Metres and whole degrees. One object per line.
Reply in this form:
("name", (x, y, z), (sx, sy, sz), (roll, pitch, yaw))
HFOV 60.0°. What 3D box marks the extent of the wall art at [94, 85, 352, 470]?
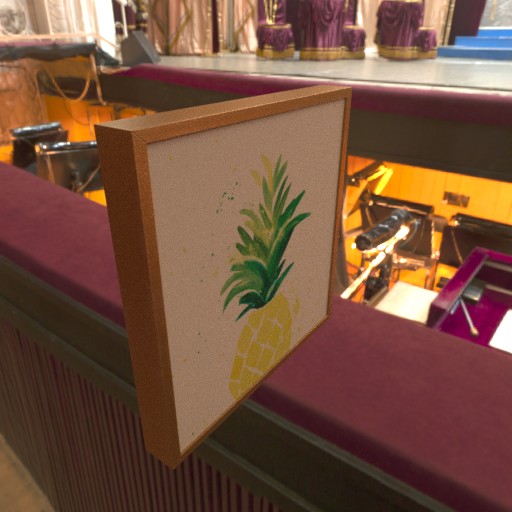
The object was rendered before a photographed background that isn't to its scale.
("wall art", (0.000, 0.000, 0.457), (0.038, 0.305, 0.306), (18, 32, 32))
